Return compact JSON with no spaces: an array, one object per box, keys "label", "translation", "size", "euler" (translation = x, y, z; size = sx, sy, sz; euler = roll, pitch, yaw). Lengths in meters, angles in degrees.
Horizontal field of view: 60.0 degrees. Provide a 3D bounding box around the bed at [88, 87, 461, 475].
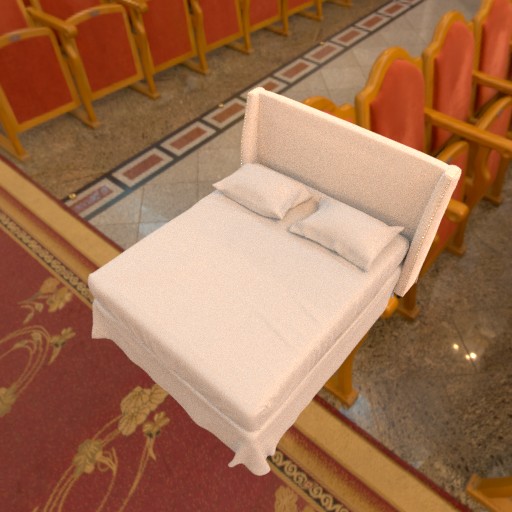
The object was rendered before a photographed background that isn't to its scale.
[{"label":"bed","translation":[0.000,0.000,3.426],"size":[1.925,1.332,2.276],"euler":[32,55,26]}]
